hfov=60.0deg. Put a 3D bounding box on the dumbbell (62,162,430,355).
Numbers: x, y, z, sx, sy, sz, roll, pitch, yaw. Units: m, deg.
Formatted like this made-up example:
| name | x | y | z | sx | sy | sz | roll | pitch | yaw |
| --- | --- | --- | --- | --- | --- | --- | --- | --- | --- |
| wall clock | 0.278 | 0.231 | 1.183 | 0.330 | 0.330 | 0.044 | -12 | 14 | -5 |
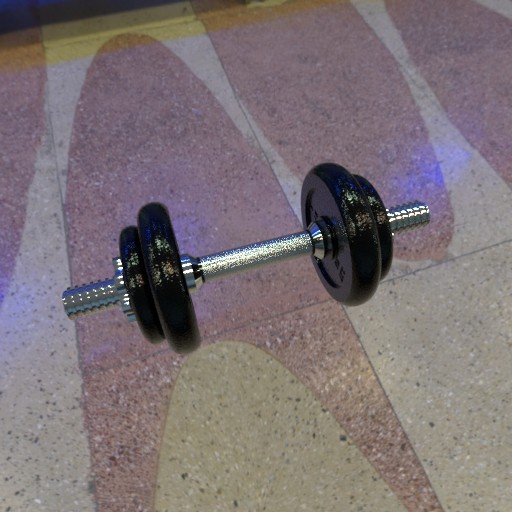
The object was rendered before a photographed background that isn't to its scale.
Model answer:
| name | x | y | z | sx | sy | sz | roll | pitch | yaw |
| --- | --- | --- | --- | --- | --- | --- | --- | --- | --- |
| dumbbell | 0.000 | 0.000 | 0.597 | 0.497 | 0.202 | 0.202 | -14 | 59 | -9 |
